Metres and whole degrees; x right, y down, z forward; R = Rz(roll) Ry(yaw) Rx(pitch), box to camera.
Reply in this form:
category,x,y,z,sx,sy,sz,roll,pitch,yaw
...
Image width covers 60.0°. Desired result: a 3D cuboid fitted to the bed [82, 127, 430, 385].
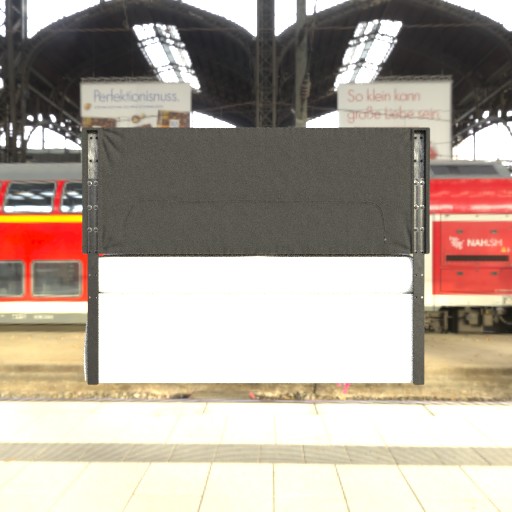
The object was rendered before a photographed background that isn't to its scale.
category,x,y,z,sx,sy,sz,roll,pitch,yaw
bed,0.000,0.000,2.983,1.621,1.168,1.958,0,0,0
